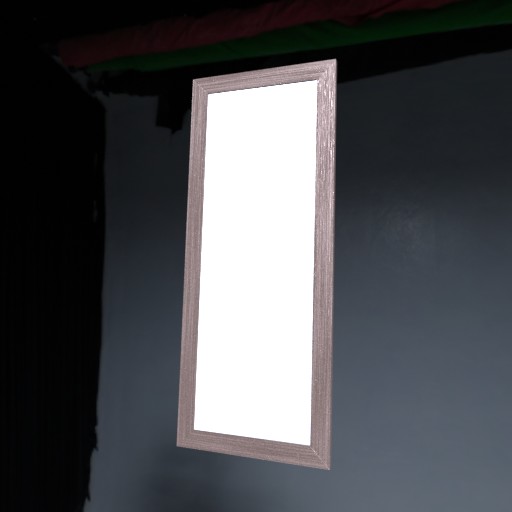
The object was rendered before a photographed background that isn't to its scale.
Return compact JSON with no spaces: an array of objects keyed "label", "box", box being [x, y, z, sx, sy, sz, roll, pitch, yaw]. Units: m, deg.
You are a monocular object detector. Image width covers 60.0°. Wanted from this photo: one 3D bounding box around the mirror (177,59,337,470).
[{"label":"mirror","box":[0.000,0.000,2.325,0.812,2.020,0.221,0,0,19]}]
